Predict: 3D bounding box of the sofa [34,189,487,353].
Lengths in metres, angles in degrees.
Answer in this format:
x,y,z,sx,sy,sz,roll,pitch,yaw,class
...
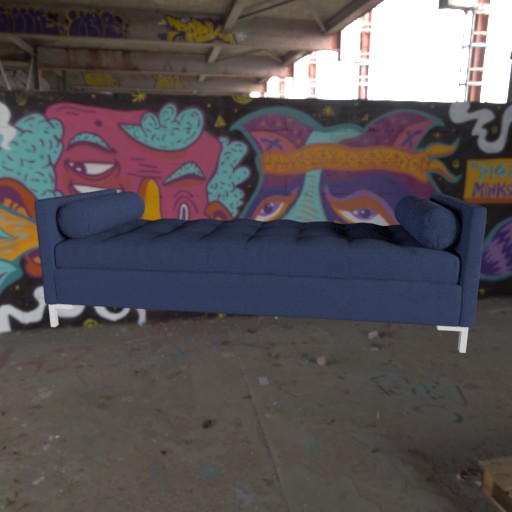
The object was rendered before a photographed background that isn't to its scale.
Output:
x,y,z,sx,sy,sz,roll,pitch,yaw,class
0.000,0.000,2.438,2.102,0.657,0.797,2,13,9,sofa
